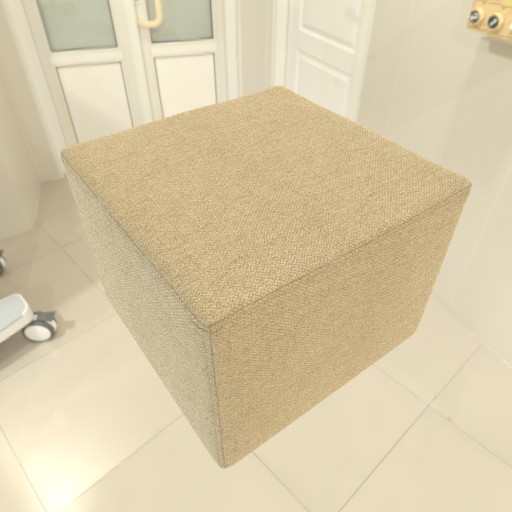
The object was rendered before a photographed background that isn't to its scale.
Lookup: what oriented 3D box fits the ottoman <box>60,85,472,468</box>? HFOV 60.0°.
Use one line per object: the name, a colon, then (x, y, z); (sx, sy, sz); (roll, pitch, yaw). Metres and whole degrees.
ottoman: (0.000, 0.000, 0.862); (0.508, 0.432, 0.508); (-26, 48, -26)
